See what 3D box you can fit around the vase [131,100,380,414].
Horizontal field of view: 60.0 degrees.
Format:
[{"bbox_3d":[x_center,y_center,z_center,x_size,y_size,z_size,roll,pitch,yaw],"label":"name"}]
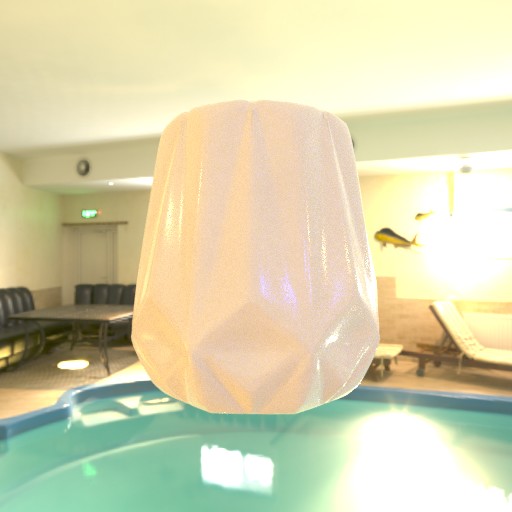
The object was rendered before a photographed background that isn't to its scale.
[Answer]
[{"bbox_3d":[0.000,0.000,0.262,0.141,0.152,0.141,0,0,0],"label":"vase"}]
